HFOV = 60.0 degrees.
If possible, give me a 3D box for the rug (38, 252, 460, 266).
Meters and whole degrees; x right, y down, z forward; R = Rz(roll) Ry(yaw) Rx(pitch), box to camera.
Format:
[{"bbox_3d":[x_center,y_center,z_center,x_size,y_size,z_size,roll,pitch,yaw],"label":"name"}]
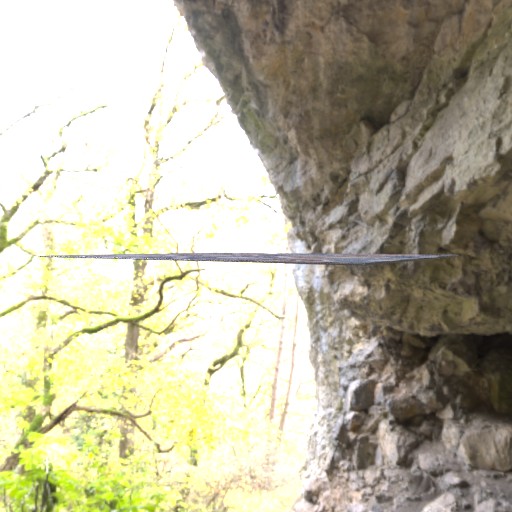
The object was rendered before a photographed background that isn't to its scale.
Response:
[{"bbox_3d":[0.000,0.000,4.062,3.040,0.014,2.423,1,2,35],"label":"rug"}]
